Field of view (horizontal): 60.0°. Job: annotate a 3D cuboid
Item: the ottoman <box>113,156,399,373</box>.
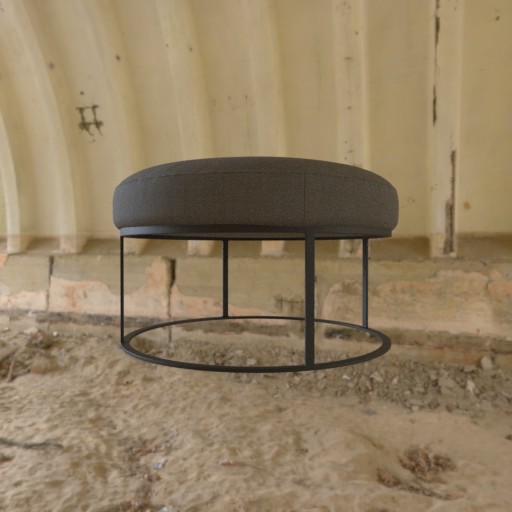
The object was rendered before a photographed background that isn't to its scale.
[{"bbox_3d":[0.000,0.000,1.248,0.772,0.460,0.772,0,1,0],"label":"ottoman"}]
